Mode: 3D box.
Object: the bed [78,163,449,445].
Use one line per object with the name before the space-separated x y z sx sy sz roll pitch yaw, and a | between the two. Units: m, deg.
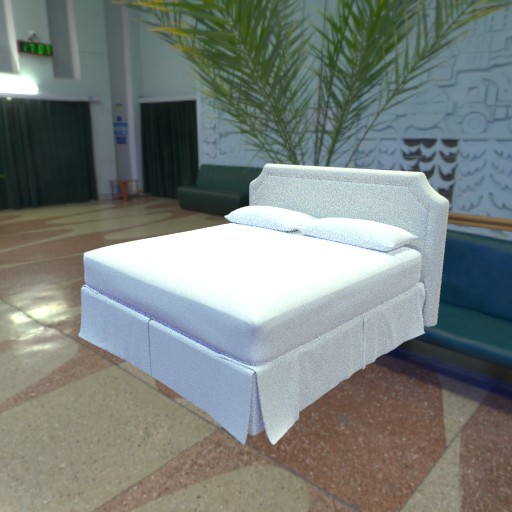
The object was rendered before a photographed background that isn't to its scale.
bed | 0.000 0.000 3.561 2.160 1.301 2.204 14 21 42
